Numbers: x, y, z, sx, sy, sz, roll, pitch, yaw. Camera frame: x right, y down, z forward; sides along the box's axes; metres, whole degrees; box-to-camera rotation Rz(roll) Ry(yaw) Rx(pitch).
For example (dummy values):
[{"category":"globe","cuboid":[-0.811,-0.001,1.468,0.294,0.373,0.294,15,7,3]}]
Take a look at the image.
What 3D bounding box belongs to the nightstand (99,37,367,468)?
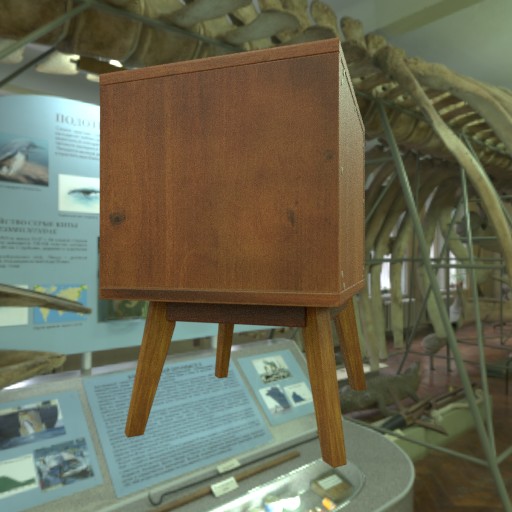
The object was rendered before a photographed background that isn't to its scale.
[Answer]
[{"category":"nightstand","cuboid":[0.000,0.000,0.907,0.411,0.618,0.460,0,0,18]}]
